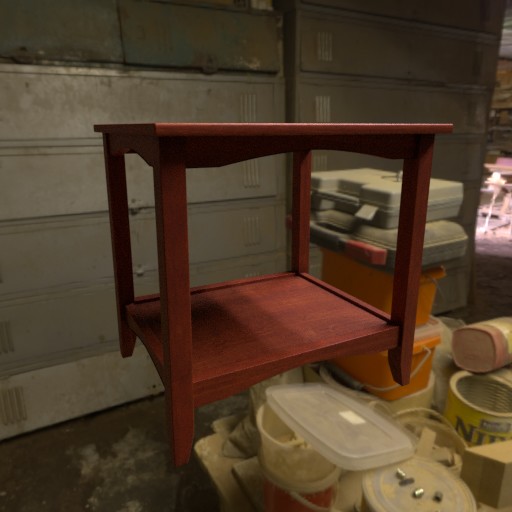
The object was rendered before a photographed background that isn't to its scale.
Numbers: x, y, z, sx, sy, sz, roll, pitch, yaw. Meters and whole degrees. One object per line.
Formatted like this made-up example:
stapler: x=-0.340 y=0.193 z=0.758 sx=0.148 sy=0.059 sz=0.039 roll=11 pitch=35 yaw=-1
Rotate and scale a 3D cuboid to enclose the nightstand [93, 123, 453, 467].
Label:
nightstand: x=0.000 y=0.000 z=0.980 sx=0.558 sy=0.558 sz=0.501 roll=-8 pitch=18 yaw=-27
